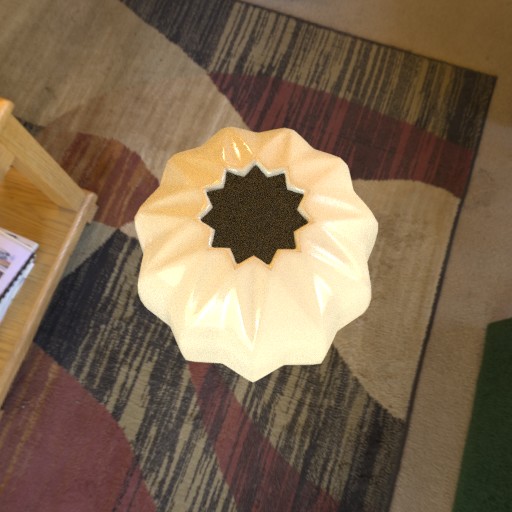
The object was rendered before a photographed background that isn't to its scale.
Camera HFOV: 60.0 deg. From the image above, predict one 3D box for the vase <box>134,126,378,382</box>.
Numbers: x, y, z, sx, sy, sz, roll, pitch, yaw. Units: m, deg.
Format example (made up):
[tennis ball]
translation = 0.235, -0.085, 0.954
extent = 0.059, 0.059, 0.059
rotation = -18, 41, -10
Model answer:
[vase]
translation = 0.000, 0.000, 0.251
extent = 0.139, 0.134, 0.139
rotation = 0, 75, 0
